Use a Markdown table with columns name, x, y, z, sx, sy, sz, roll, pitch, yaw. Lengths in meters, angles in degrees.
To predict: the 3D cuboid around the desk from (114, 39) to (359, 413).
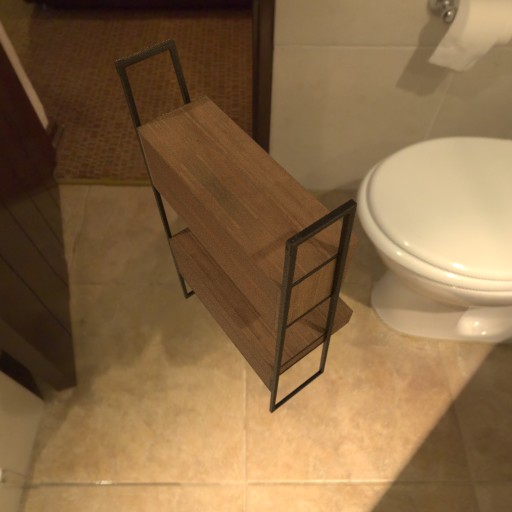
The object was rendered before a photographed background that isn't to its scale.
| name | x | y | z | sx | sy | sz | roll | pitch | yaw |
| --- | --- | --- | --- | --- | --- | --- | --- | --- | --- |
| desk | 0.000 | 0.000 | 2.192 | 0.515 | 1.809 | 0.982 | -32 | 63 | -19 |
